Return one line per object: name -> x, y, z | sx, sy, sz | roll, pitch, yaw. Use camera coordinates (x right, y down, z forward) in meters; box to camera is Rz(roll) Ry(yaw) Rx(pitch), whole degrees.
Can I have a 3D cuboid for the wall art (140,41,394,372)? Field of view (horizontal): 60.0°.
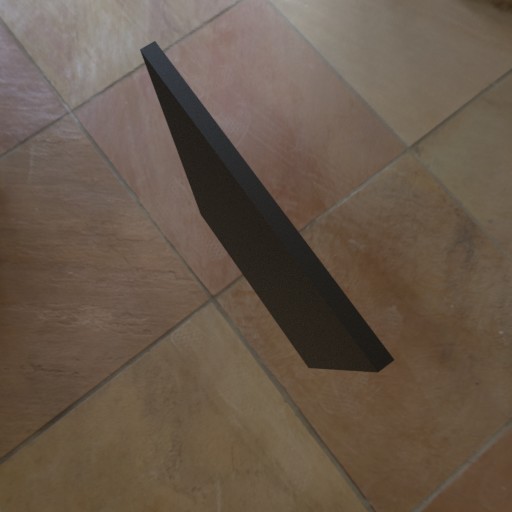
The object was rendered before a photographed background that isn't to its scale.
wall art -> 0.000, 0.000, 1.377 | 0.038, 1.062, 0.806 | -34, 79, -8
